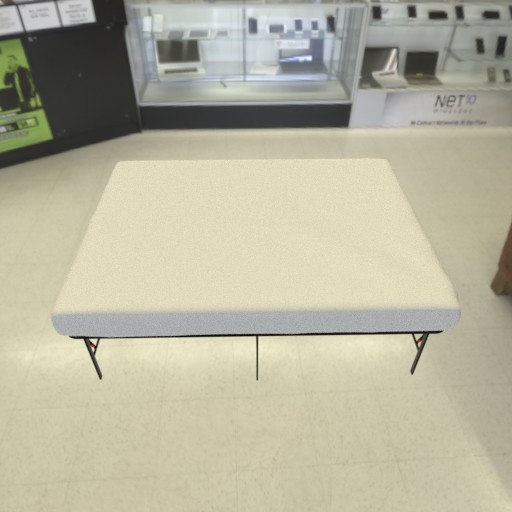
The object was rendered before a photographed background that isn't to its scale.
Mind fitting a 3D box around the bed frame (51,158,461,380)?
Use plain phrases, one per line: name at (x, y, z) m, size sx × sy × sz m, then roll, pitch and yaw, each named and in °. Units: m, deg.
bed frame at (0.000, 0.000, 2.980) m, size 2.151 × 0.667 × 1.584 m, roll -1°, pitch 41°, yaw -1°
